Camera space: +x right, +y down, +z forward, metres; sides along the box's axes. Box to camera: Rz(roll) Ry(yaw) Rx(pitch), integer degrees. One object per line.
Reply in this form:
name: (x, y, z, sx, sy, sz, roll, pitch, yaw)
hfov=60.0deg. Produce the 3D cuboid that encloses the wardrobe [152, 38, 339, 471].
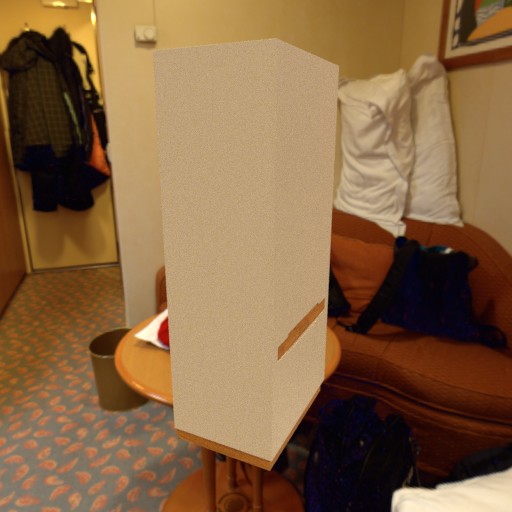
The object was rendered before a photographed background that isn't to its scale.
wardrobe: (0.000, 0.000, 2.488, 0.600, 2.040, 0.860, 8, 18, 25)
